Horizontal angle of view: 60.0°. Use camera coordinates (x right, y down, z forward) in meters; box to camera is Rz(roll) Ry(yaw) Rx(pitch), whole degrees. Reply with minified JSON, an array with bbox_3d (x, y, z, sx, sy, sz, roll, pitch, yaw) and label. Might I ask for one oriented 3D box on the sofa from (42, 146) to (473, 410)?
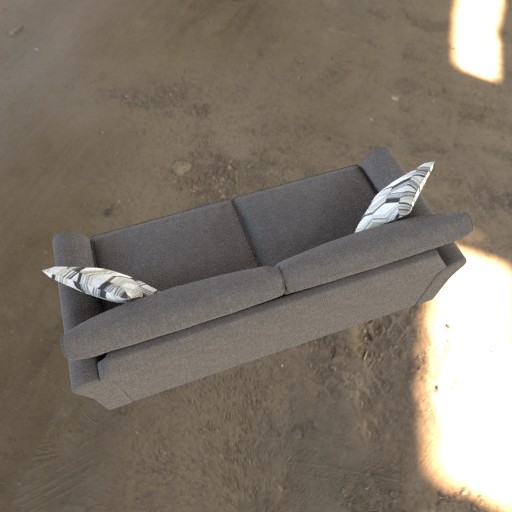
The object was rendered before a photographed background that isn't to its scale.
[{"bbox_3d":[0.000,0.000,2.412,2.032,0.813,0.889,-17,60,-10],"label":"sofa"}]
